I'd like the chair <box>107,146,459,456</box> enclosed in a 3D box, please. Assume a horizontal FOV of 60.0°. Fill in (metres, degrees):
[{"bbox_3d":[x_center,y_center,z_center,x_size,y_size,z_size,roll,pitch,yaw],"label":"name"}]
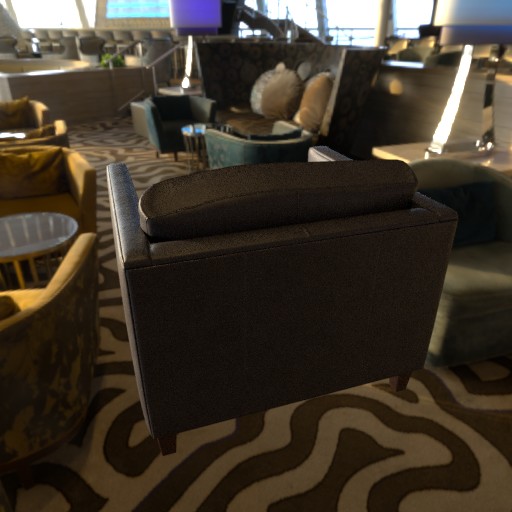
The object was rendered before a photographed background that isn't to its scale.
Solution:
[{"bbox_3d":[0.000,0.000,1.583,0.939,0.811,0.862,-9,28,-17],"label":"chair"}]
